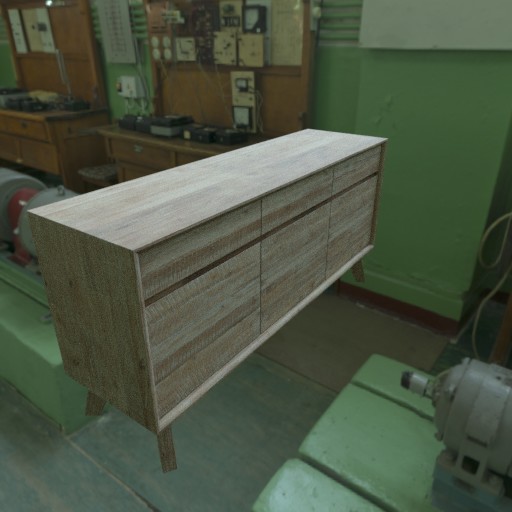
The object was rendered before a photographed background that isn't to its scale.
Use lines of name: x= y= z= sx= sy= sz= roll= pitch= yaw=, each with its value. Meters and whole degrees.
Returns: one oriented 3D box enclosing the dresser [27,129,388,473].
dresser: x=0.000 y=0.000 z=1.896 sx=0.455 sy=0.788 sz=1.602 roll=17 pitch=31 yaw=32
